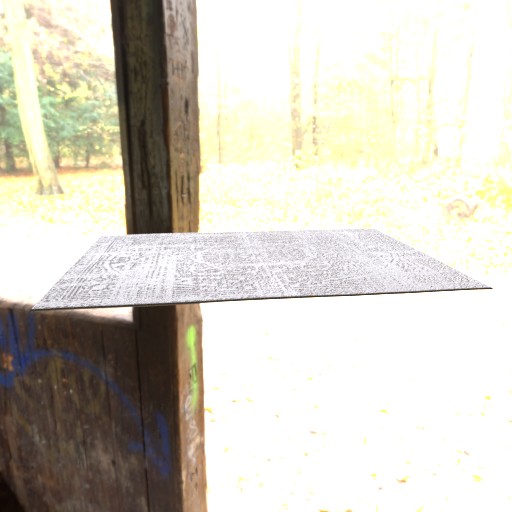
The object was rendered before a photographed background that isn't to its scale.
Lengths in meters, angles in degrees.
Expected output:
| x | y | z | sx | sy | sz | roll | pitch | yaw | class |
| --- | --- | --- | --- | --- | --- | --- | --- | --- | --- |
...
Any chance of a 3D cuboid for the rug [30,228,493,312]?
| x | y | z | sx | sy | sz | roll | pitch | yaw | class |
| --- | --- | --- | --- | --- | --- | --- | --- | --- | --- |
| 0.000 | 0.000 | 3.103 | 2.438 | 0.026 | 1.706 | -2 | 15 | -7 | rug |
